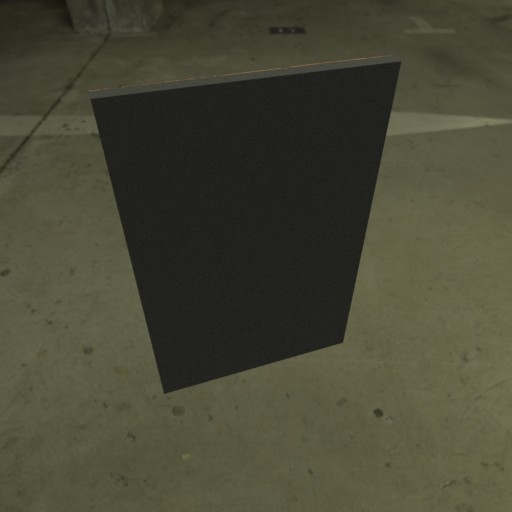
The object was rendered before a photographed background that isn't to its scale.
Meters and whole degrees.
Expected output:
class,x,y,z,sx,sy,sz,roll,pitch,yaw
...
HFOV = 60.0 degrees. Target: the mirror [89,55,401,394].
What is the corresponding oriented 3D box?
class,x,y,z,sx,sy,sz,roll,pitch,yaw
mirror,0.000,0.000,1.138,0.606,0.912,0.044,-13,43,-14
